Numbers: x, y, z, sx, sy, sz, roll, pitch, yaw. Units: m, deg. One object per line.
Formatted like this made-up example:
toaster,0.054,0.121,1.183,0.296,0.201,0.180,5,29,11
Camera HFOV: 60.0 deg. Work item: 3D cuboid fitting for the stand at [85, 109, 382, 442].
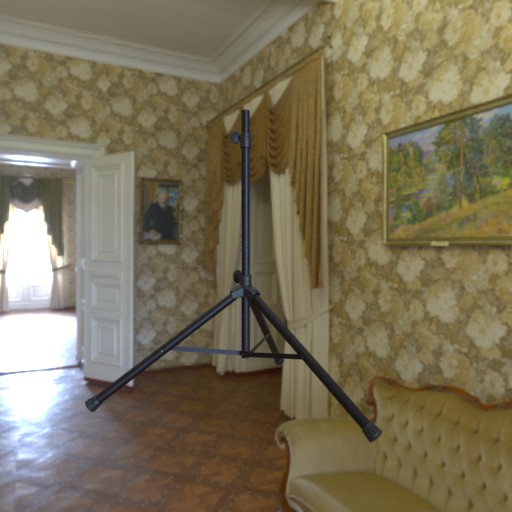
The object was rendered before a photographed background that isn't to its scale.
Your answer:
stand,0.000,0.000,1.882,1.045,1.136,0.907,0,0,17
